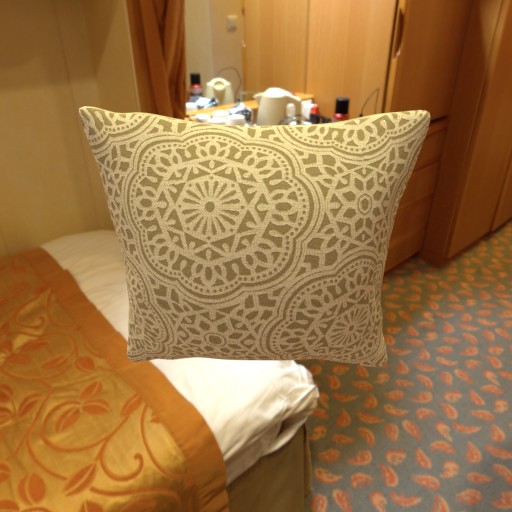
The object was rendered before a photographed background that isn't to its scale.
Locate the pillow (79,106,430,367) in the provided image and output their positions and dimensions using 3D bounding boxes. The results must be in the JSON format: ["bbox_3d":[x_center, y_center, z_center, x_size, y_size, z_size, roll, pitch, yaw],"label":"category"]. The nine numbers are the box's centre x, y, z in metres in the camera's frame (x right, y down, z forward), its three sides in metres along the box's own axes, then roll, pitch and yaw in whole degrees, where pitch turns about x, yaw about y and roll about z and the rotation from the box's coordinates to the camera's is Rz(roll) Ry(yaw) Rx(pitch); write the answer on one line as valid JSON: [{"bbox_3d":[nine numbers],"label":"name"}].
[{"bbox_3d":[0.000,0.000,0.647,0.438,0.421,0.167,1,30,1],"label":"pillow"}]
